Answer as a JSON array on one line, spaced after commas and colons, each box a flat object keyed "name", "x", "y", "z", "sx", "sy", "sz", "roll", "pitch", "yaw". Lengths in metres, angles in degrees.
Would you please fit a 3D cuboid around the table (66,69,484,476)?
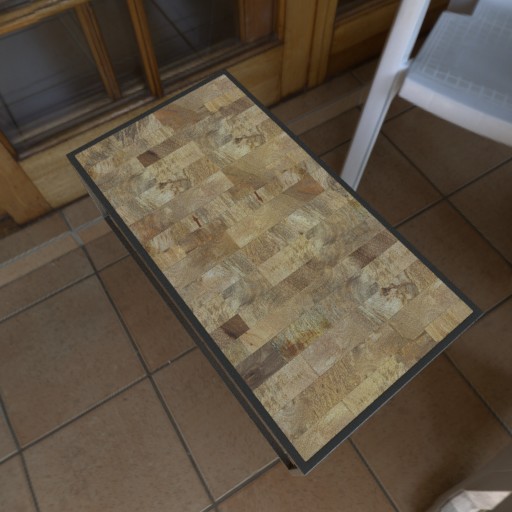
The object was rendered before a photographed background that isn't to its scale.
[{"name": "table", "x": 0.000, "y": 0.000, "z": 1.510, "sx": 0.649, "sy": 0.398, "sz": 1.199, "roll": -35, "pitch": 69, "yaw": -16}]
